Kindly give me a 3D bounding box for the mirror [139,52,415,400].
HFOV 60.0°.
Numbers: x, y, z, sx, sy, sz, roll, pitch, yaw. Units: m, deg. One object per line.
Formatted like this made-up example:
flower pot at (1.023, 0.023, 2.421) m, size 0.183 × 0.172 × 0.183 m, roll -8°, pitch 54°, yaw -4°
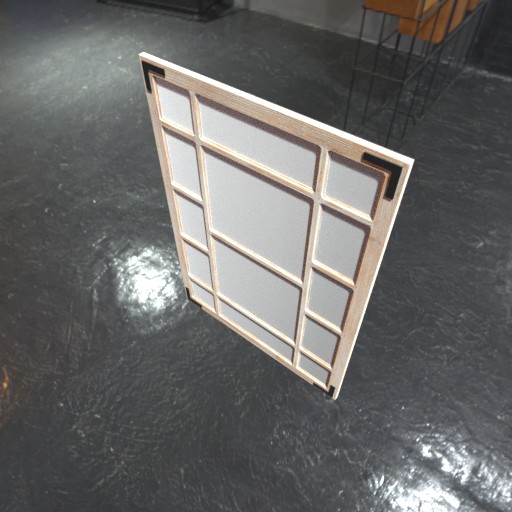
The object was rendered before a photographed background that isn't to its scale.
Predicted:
mirror at (0.000, 0.000, 1.303) m, size 0.705 × 0.996 × 0.025 m, roll 30°, pitch 55°, yaw 24°
